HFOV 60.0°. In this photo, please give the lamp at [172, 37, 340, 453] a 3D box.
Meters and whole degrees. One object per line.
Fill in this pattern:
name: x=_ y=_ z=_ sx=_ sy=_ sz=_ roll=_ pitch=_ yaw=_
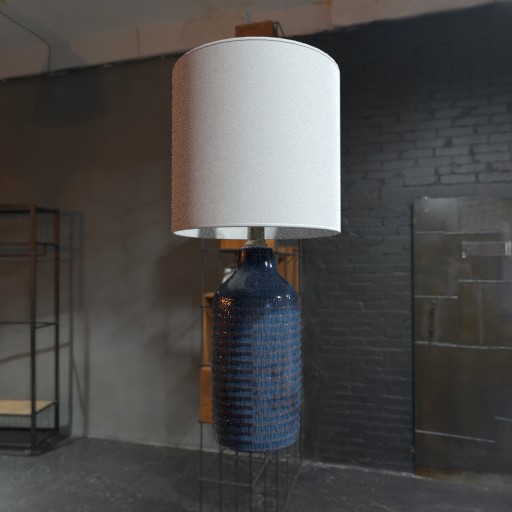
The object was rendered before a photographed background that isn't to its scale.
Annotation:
lamp: x=0.000 y=0.000 z=0.589 sx=0.220 sy=0.475 sz=0.220 roll=-1 pitch=-2 yaw=18
